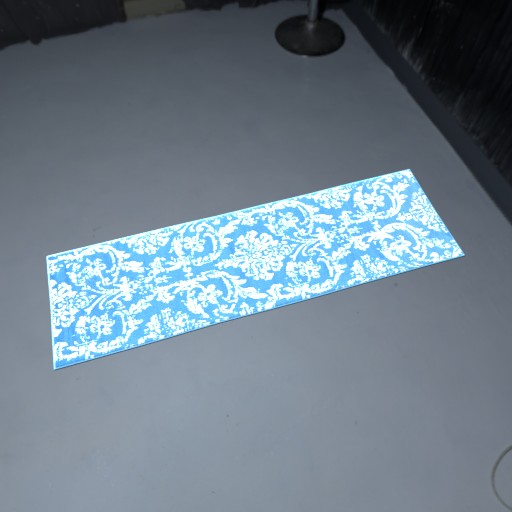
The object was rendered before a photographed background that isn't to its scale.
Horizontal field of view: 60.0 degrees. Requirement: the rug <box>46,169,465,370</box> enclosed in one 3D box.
[{"bbox_3d":[0.000,0.000,2.425,2.196,0.011,0.662,-14,60,-9],"label":"rug"}]
